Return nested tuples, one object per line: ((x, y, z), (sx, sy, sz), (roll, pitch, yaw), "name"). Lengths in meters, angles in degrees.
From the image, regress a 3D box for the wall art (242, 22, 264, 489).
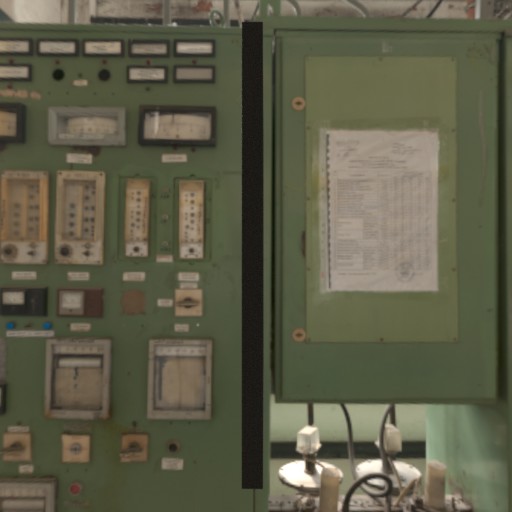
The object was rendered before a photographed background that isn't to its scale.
((0.000, 0.000, 0.692), (0.023, 0.505, 0.428), (0, 0, 1), "wall art")
